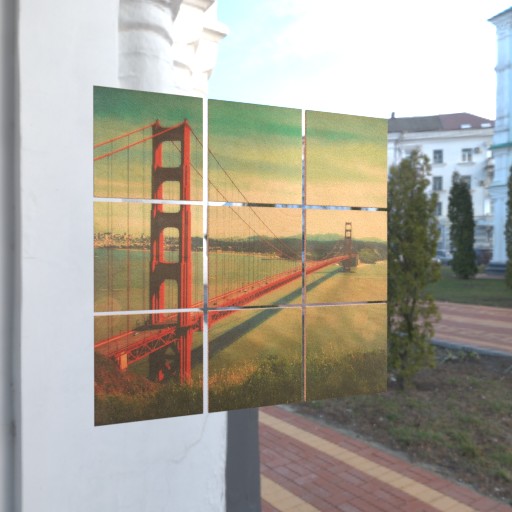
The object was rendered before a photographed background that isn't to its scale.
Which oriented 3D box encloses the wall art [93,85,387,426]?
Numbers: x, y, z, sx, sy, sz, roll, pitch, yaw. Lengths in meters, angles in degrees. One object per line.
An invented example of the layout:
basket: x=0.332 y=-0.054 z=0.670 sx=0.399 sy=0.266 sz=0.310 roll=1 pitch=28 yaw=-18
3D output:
wall art: x=0.000 y=0.000 z=1.769 sx=1.217 sy=1.207 sz=0.016 roll=0 pitch=0 yaw=-19
